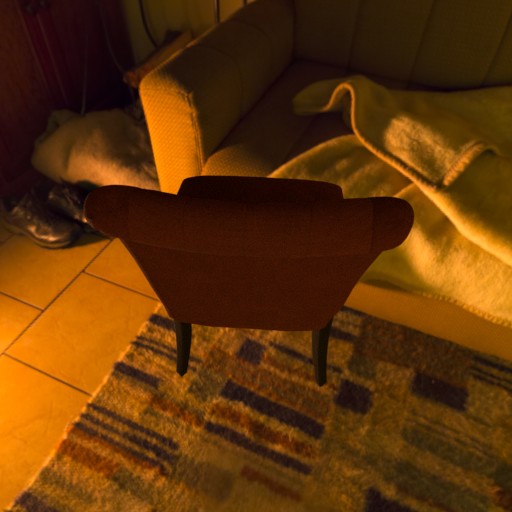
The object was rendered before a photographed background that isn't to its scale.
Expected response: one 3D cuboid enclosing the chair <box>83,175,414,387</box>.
[{"bbox_3d":[0.000,0.000,1.192,0.582,0.750,0.605,3,46,3],"label":"chair"}]
